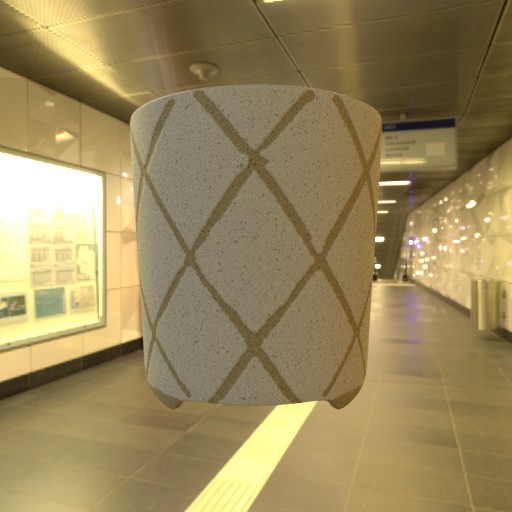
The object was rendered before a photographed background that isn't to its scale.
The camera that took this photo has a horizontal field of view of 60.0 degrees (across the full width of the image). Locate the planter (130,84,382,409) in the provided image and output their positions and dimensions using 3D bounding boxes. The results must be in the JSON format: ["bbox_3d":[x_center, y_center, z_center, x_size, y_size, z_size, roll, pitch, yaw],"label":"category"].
[{"bbox_3d":[0.000,0.000,0.349,0.191,0.199,0.191,0,1,0],"label":"planter"}]
